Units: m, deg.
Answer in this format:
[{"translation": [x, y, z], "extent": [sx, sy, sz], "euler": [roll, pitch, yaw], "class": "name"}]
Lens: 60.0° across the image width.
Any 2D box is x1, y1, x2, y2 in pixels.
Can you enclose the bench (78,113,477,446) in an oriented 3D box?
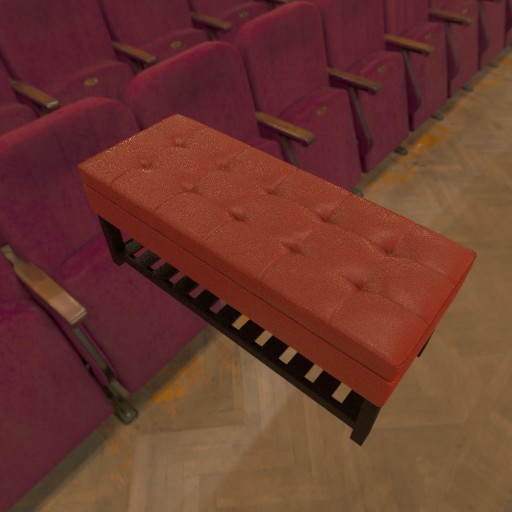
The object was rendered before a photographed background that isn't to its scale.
[{"translation": [0.000, 0.000, 1.386], "extent": [1.105, 0.460, 0.432], "euler": [31, 54, 26], "class": "bench"}]
